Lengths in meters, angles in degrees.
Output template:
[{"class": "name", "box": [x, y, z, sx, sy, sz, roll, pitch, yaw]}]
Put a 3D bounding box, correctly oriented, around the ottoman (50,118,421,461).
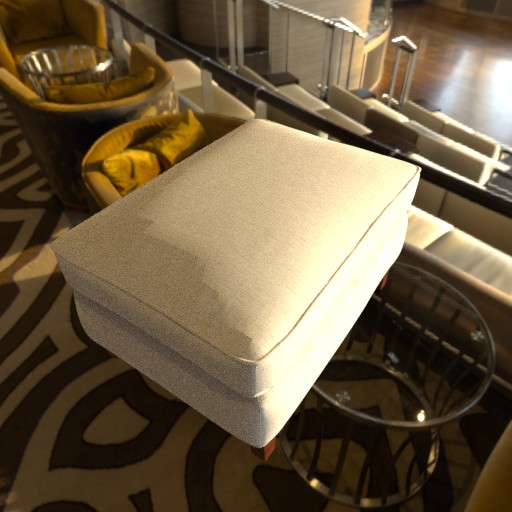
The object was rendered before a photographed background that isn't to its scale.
[{"class": "ottoman", "box": [0.000, 0.000, 0.980, 0.501, 0.406, 0.665, 25, 47, 25]}]
